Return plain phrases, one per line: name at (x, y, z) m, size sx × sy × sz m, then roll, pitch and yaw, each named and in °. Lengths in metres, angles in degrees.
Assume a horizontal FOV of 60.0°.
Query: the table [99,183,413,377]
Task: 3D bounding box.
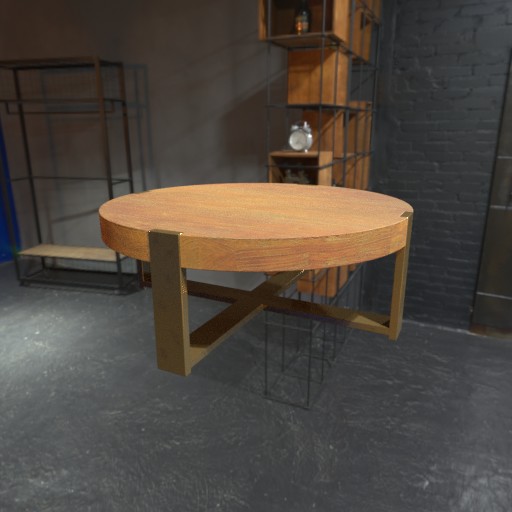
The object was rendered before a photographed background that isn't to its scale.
table at (0.000, 0.000, 1.703) m, size 1.100 × 0.420 × 1.100 m, roll 0°, pitch 16°, yaw 0°
